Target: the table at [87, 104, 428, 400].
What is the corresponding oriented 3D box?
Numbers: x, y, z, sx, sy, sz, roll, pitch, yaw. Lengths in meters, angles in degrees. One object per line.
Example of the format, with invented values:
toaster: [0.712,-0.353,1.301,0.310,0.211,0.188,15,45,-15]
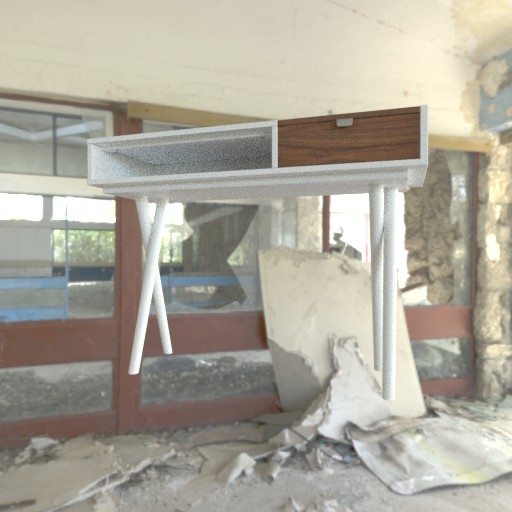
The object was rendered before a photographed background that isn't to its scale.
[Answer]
table: [0.000,0.000,1.497,1.066,0.785,0.418,0,0,19]
